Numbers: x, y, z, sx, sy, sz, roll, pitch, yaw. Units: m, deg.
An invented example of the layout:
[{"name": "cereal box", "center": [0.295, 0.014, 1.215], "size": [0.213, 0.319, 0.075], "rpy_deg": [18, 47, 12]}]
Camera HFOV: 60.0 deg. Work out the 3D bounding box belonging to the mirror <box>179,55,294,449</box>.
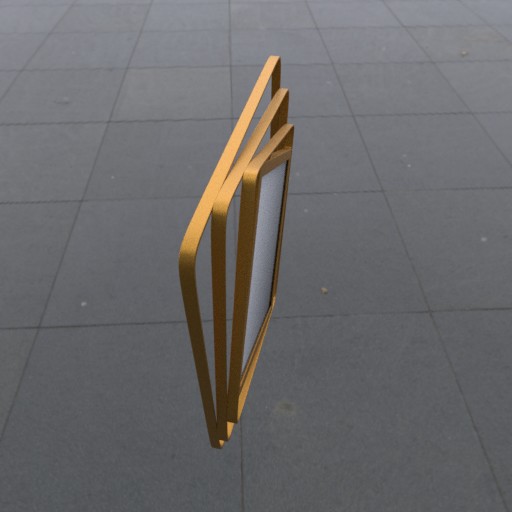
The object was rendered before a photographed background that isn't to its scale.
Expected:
[{"name": "mirror", "center": [0.000, 0.000, 0.705], "size": [0.045, 0.468, 0.470], "rpy_deg": [9, 47, 8]}]
